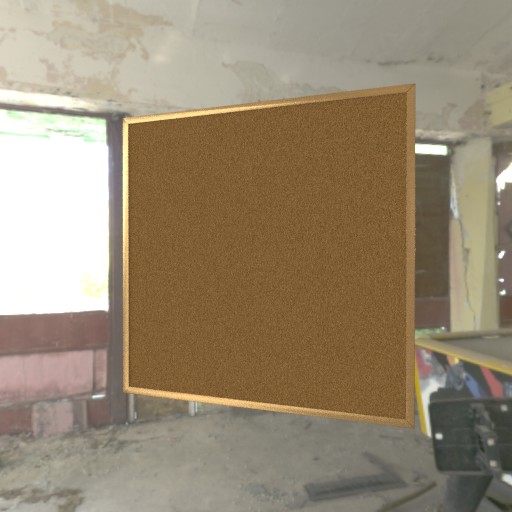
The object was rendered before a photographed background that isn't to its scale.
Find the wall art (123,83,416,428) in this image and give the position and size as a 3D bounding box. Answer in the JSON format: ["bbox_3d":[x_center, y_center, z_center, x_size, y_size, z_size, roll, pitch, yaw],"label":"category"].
[{"bbox_3d":[0.000,0.000,0.748,0.505,0.505,0.037,0,0,19],"label":"wall art"}]
